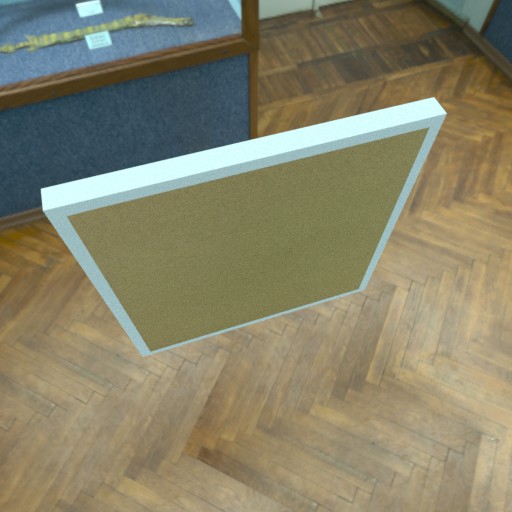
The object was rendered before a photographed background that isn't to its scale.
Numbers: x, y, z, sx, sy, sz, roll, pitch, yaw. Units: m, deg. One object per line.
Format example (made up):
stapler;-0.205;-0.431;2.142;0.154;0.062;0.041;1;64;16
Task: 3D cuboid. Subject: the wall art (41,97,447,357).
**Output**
wall art;0.000;0.000;0.458;0.307;0.307;0.020;-15;60;-9
